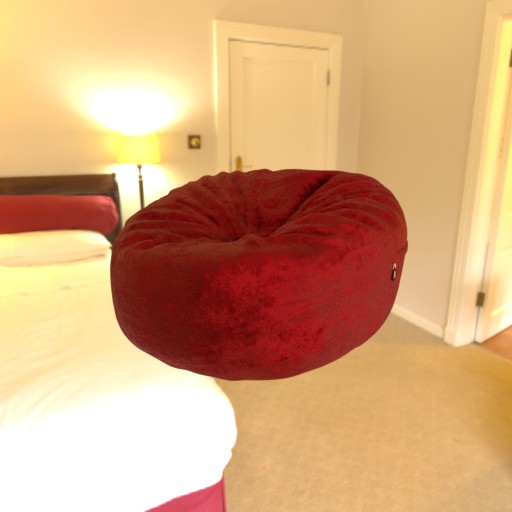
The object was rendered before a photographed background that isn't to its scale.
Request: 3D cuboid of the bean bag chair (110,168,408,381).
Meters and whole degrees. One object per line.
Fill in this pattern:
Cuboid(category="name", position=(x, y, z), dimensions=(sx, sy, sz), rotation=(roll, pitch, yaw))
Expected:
Cuboid(category="bean bag chair", position=(0.000, 0.000, 2.431), dimensions=(1.524, 0.878, 1.524), rotation=(7, 17, 25))
